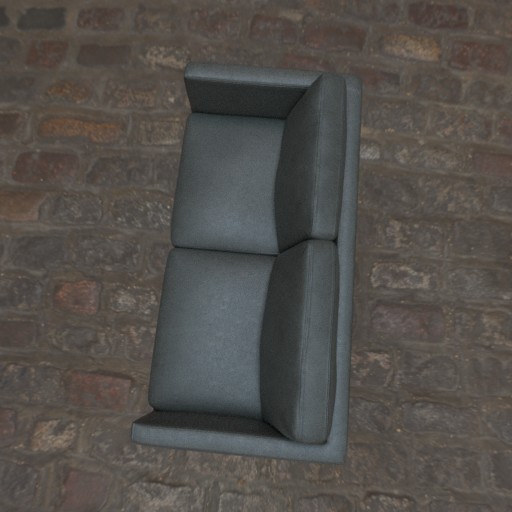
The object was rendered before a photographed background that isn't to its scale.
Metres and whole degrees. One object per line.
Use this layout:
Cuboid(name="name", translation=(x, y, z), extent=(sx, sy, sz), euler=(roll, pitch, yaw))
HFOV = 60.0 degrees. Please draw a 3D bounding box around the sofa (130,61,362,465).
Cuboid(name="sofa", translation=(0.000, 0.000, 2.352), extent=(0.951, 0.933, 1.883), euler=(5, 77, 1))
